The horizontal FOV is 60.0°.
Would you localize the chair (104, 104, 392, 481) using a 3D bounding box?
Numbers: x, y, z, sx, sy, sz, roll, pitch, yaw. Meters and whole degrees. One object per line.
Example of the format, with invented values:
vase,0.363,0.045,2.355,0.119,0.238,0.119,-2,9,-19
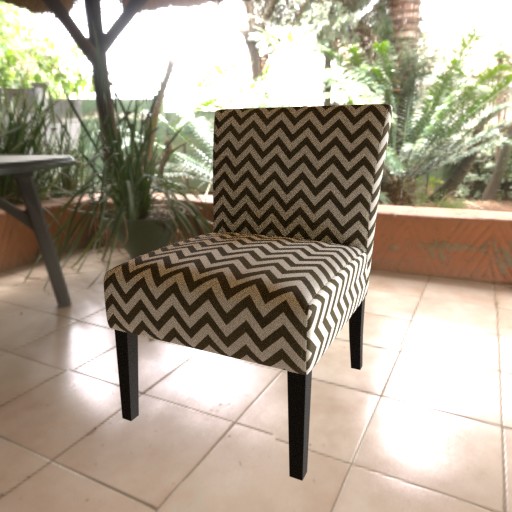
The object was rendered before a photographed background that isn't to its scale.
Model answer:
chair,0.000,0.000,1.253,0.589,0.838,0.648,7,16,25
